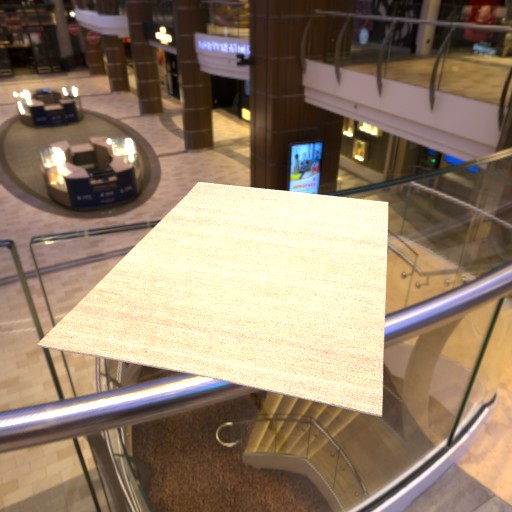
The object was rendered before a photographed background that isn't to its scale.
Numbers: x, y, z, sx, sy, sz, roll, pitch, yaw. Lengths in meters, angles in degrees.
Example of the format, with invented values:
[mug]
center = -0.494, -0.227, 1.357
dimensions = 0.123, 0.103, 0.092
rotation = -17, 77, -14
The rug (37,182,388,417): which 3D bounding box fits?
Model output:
[rug]
center = 0.000, 0.000, 4.306
dimensions = 2.467, 0.046, 3.245
rotation = 8, 32, 13
